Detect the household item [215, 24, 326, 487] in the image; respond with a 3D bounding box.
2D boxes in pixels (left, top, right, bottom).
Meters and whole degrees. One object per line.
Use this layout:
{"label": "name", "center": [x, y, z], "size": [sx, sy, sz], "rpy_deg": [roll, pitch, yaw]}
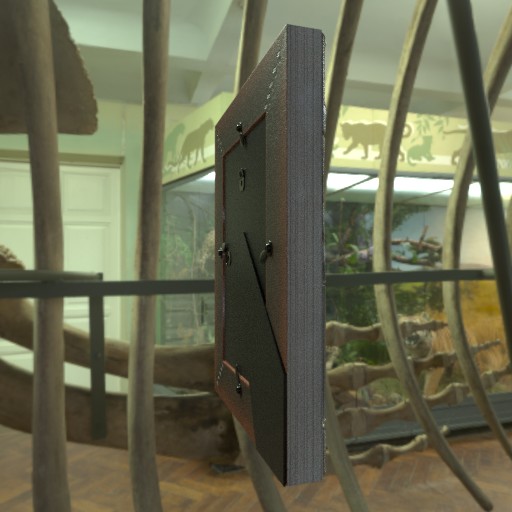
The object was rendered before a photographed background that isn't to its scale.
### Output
{"label": "household item", "center": [0.000, 0.000, 0.288], "size": [0.025, 0.216, 0.165], "rpy_deg": [0, -1, -17]}
